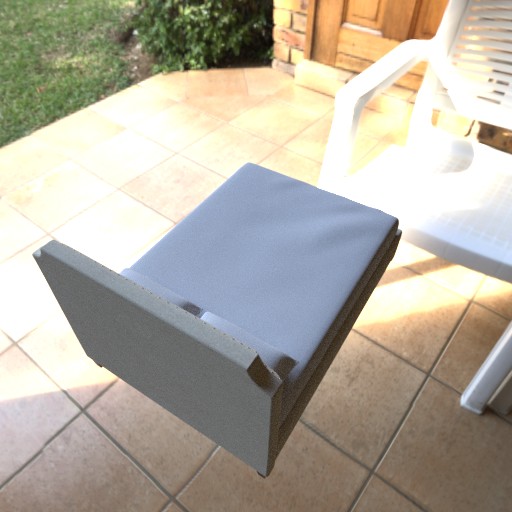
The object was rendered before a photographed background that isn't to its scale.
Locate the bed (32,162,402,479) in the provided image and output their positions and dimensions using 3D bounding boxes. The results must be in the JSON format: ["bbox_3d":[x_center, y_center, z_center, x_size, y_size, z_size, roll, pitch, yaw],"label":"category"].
[{"bbox_3d":[0.000,0.000,3.486,1.713,1.457,2.381,25,52,22],"label":"bed"}]
